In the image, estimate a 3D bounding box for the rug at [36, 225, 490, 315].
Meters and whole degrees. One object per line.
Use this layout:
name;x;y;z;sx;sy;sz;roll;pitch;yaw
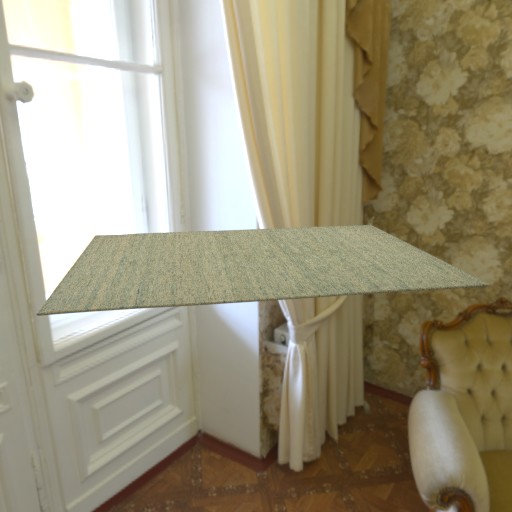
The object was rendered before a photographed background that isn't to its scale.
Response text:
rug;0.000;0.000;2.918;2.283;0.013;1.547;-3;16;-9
